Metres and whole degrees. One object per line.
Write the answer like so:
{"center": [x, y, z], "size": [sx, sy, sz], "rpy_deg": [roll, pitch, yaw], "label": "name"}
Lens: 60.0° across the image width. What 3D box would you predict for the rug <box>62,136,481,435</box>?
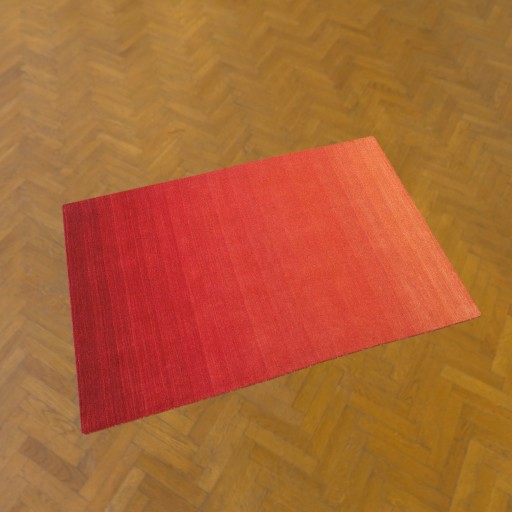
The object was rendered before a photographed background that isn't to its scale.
{"center": [0.000, 0.000, 2.232], "size": [1.835, 0.018, 1.230], "rpy_deg": [-14, 60, -8], "label": "rug"}
